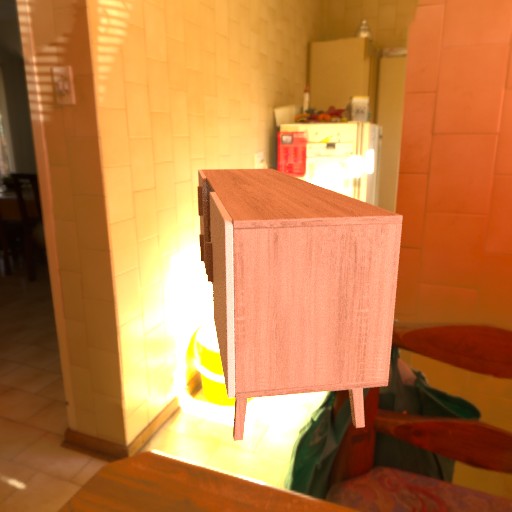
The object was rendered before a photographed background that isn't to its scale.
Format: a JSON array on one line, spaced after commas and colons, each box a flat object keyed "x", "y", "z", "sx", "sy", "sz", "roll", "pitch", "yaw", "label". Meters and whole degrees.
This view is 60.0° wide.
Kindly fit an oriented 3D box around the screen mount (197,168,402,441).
[{"x": 0.000, "y": 0.000, "z": 1.747, "sx": 0.420, "sy": 0.570, "sz": 1.500, "roll": -2, "pitch": 15, "yaw": -9, "label": "screen mount"}]
